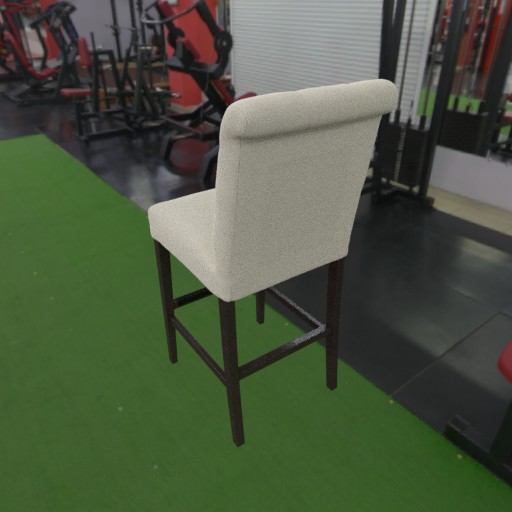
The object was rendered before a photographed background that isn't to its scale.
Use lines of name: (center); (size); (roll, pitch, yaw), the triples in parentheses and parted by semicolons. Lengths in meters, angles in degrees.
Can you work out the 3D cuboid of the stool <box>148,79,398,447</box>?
stool: (0.000, 0.000, 1.451); (0.482, 1.118, 0.610); (-20, 35, -30)
